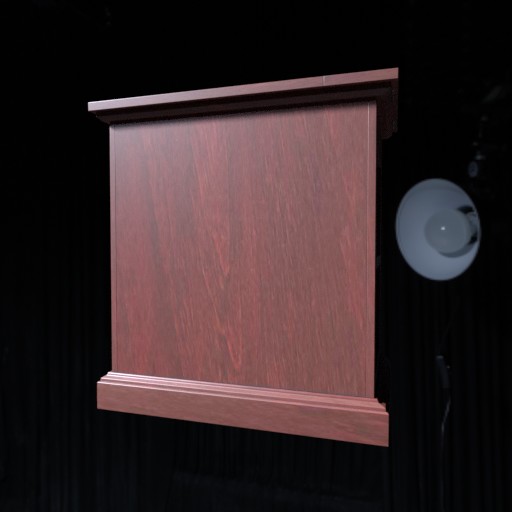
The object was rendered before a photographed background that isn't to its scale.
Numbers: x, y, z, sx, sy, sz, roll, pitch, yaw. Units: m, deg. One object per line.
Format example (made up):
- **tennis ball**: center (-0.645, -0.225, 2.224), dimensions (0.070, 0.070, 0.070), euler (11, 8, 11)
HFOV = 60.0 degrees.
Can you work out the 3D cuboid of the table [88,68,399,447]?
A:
- **table**: center (0.000, 0.000, 0.968), dimensions (0.584, 0.612, 0.356), euler (1, 2, 17)
